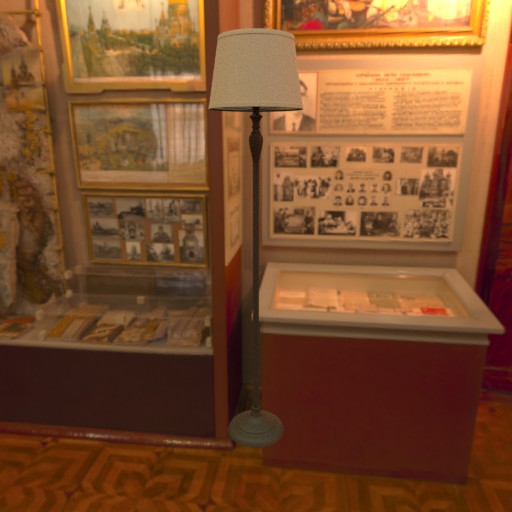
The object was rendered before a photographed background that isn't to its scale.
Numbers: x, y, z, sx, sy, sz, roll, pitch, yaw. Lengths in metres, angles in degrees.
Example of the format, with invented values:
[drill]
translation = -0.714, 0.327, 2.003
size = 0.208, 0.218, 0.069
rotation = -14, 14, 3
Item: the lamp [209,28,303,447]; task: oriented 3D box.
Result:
[lamp]
translation = 0.000, 0.000, 1.670
size = 0.327, 1.506, 0.327
rotation = 2, 15, 9
